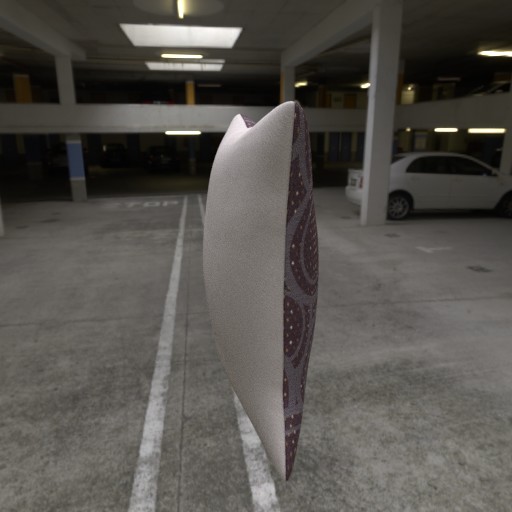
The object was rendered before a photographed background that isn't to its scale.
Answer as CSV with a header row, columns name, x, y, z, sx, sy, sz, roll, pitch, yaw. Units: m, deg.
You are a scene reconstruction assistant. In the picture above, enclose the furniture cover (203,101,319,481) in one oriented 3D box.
name,x,y,z,sx,sy,sz,roll,pitch,yaw
furniture cover,0.000,0.000,0.812,0.193,0.509,0.552,-2,16,-8
